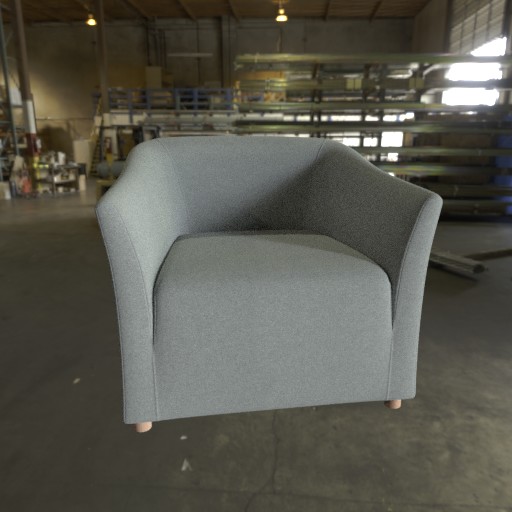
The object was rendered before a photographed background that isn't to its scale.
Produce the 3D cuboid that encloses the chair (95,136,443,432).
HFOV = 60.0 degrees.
[{"bbox_3d":[0.000,0.000,1.356,0.790,0.720,0.700,-2,14,-8],"label":"chair"}]
